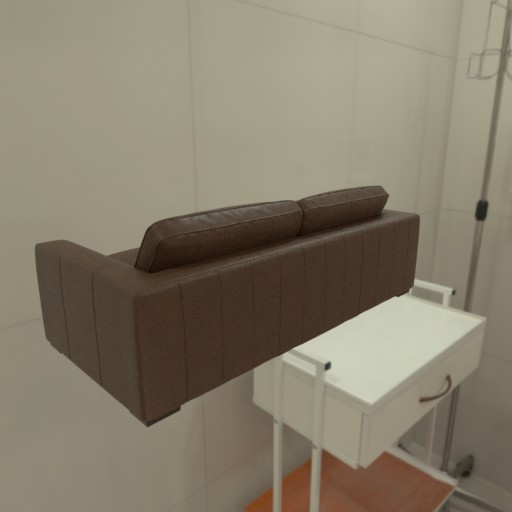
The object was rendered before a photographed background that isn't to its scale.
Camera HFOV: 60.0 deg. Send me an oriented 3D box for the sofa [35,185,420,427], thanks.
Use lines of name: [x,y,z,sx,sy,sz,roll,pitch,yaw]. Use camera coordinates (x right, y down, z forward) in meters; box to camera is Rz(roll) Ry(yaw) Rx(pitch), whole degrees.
sofa: [0.000,0.000,2.752,2.262,0.801,1.070,-15,22,-43]
